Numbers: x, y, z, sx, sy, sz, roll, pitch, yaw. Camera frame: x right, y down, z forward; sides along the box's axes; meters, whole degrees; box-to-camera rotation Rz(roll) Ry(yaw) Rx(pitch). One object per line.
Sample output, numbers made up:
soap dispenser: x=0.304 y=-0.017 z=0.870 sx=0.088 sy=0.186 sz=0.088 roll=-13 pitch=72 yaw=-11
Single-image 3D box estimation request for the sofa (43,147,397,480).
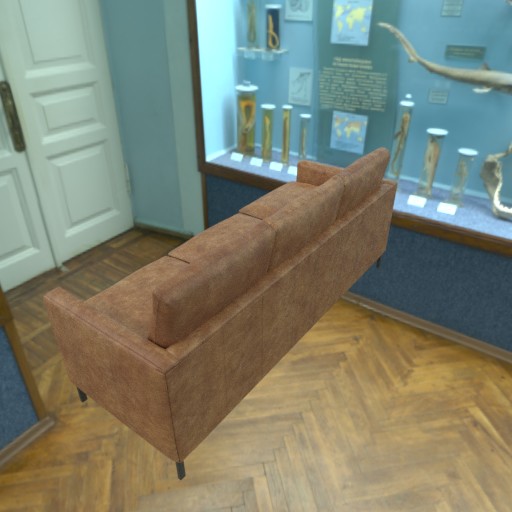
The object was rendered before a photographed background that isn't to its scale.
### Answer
sofa: x=0.000 y=0.000 z=2.377 sx=0.748 sy=0.863 sz=2.029 roll=21 pitch=37 yaw=31
